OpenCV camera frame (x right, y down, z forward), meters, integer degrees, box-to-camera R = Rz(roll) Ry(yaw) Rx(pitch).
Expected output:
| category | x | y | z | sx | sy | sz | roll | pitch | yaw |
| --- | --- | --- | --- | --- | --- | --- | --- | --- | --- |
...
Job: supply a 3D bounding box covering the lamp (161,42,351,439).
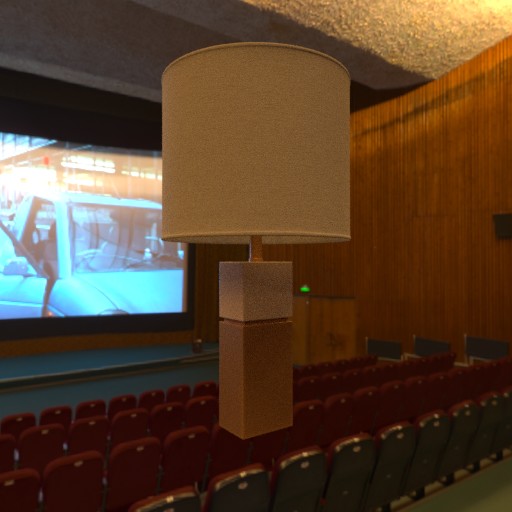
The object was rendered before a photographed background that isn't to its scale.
| category | x | y | z | sx | sy | sz | roll | pitch | yaw |
| --- | --- | --- | --- | --- | --- | --- | --- | --- | --- |
| lamp | 0.000 | 0.000 | 0.546 | 0.229 | 0.417 | 0.229 | 0 | -1 | -36 |
